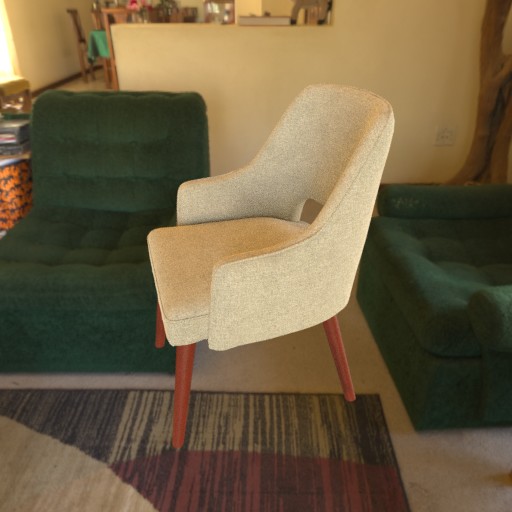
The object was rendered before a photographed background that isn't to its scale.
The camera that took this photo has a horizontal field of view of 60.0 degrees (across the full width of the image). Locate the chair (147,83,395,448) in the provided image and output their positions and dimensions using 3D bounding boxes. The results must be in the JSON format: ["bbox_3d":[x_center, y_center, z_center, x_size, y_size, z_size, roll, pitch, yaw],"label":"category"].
[{"bbox_3d":[0.000,0.000,1.239,0.605,0.849,0.548,-9,31,-15],"label":"chair"}]
